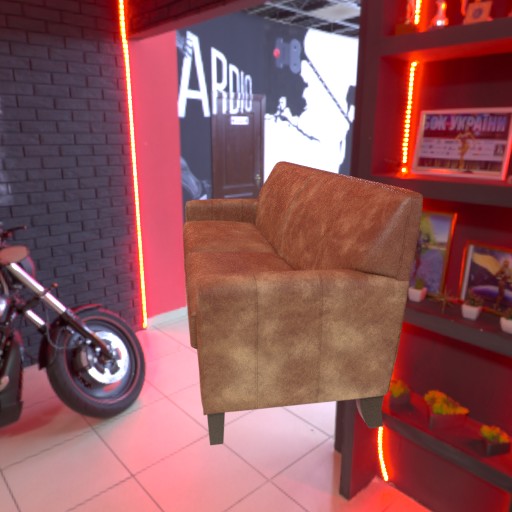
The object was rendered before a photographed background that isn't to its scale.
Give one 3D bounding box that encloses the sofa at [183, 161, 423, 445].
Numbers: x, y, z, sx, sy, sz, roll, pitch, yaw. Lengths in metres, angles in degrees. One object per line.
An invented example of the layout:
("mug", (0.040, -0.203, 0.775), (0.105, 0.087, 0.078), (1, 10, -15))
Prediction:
("sofa", (0.000, 0.000, 2.511), (0.805, 0.947, 2.053), (-3, 15, -10))
